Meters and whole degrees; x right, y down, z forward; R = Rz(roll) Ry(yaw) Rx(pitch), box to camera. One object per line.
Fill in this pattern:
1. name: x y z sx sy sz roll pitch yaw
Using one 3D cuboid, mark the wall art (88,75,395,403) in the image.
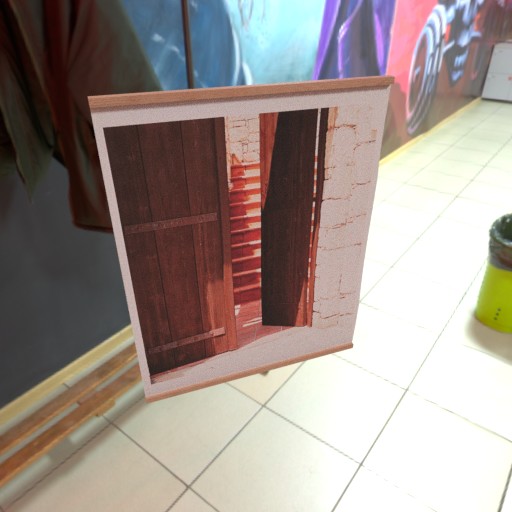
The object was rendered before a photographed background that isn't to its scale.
1. wall art: 0.000 0.000 0.695 0.406 0.508 0.013 -11 33 -17
